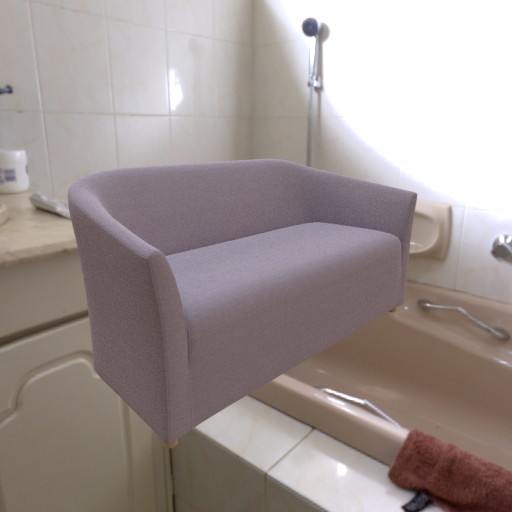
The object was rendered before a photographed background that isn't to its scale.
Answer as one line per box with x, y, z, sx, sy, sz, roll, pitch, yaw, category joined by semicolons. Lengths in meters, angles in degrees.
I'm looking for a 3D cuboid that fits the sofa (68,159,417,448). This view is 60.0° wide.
0.000;0.000;1.818;0.705;0.721;1.452;14;21;41;sofa
